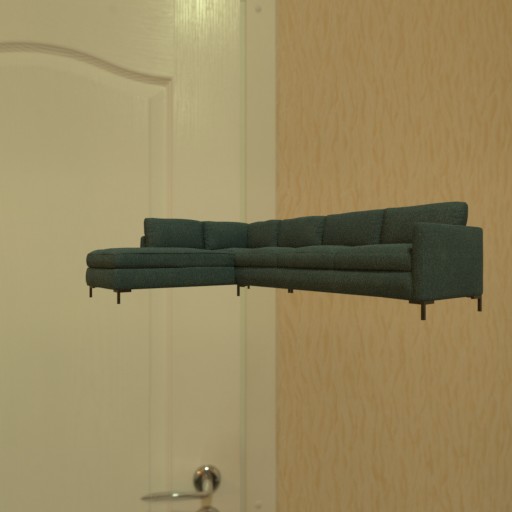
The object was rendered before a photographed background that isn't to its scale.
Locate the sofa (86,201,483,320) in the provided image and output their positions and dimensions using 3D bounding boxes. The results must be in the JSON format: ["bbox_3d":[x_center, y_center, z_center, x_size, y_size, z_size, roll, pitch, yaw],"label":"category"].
[{"bbox_3d":[0.000,0.000,3.791,2.007,0.815,2.949,0,0,-37],"label":"sofa"}]
